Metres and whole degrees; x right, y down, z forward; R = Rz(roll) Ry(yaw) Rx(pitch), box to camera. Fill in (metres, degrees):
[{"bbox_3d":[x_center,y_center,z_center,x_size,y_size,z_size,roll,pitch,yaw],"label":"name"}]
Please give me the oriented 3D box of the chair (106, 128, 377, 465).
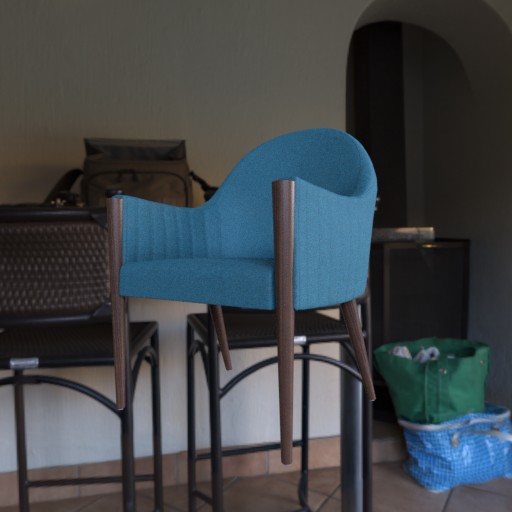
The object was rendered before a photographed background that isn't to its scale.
[{"bbox_3d":[0.000,0.000,1.374,0.656,0.907,0.652,1,1,36],"label":"chair"}]
